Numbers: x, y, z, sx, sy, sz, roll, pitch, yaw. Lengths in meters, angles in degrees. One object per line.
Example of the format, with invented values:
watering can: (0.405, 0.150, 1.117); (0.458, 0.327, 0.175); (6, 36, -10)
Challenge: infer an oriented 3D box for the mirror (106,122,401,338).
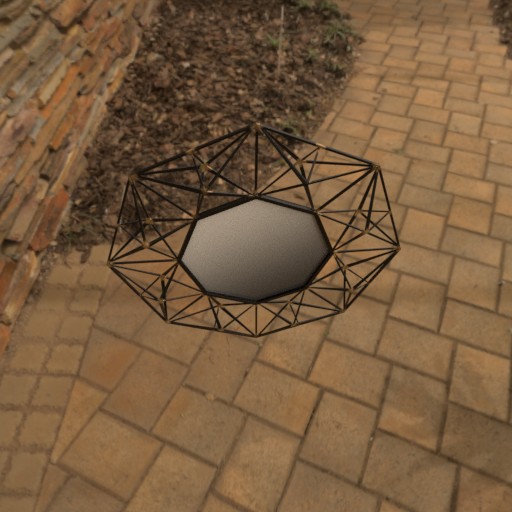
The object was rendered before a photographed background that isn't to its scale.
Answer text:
mirror: (0.000, 0.000, 1.069); (0.710, 0.710, 0.094); (-3, 47, -3)
